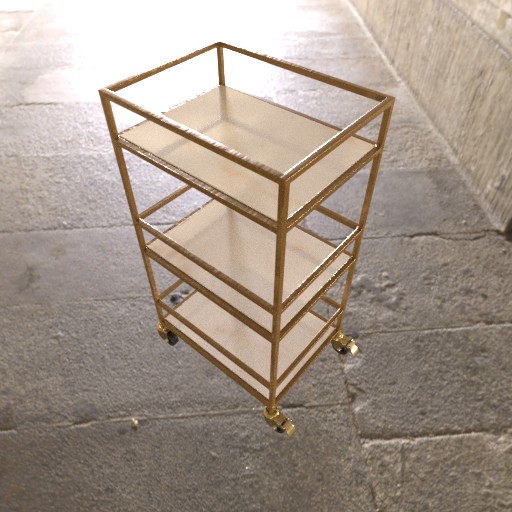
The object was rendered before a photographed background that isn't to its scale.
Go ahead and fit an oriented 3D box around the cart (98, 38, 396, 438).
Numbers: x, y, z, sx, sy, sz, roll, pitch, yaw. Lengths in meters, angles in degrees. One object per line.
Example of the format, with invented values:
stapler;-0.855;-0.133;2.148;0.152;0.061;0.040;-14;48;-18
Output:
cart;0.000;0.000;1.014;0.483;0.761;0.332;31;53;27
